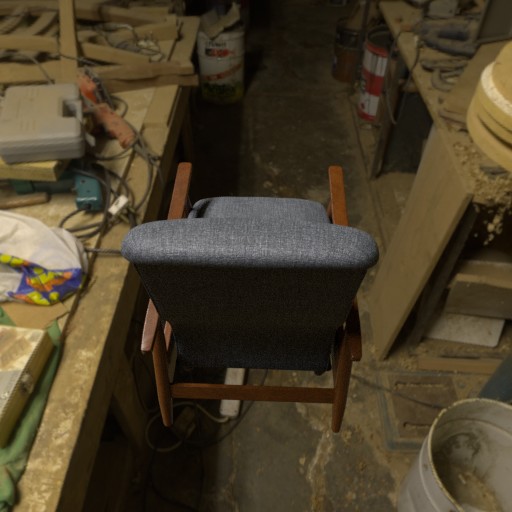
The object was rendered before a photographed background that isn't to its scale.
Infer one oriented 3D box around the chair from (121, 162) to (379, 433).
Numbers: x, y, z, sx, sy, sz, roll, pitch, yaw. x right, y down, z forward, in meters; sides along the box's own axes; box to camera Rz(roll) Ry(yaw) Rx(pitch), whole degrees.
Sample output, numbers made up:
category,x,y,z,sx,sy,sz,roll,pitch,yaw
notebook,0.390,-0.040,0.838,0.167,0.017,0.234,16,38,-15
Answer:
category,x,y,z,sx,sy,sz,roll,pitch,yaw
chair,0.000,0.000,1.784,0.762,1.082,1.030,2,46,2
